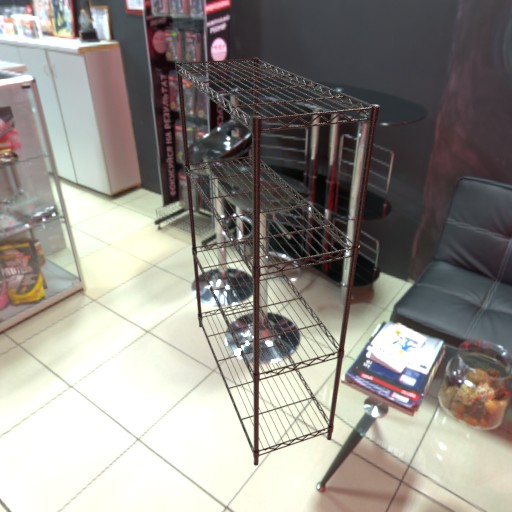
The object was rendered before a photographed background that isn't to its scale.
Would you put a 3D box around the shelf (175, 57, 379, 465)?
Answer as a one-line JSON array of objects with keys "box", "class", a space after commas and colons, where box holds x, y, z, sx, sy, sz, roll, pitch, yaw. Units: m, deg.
[{"box": [0.000, 0.000, 1.807, 0.352, 1.361, 0.907, -11, 33, -17], "class": "shelf"}]
